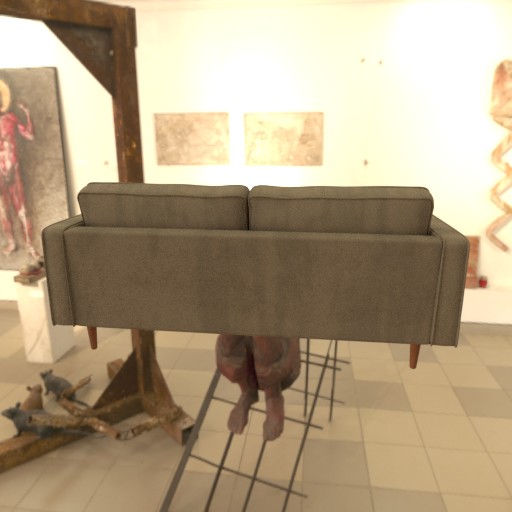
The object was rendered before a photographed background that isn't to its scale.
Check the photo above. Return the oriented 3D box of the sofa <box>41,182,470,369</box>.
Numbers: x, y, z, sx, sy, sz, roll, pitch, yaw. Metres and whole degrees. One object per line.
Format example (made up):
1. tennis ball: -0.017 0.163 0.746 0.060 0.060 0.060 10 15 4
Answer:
1. sofa: 0.000 0.000 2.403 1.920 0.825 0.924 2 16 7
